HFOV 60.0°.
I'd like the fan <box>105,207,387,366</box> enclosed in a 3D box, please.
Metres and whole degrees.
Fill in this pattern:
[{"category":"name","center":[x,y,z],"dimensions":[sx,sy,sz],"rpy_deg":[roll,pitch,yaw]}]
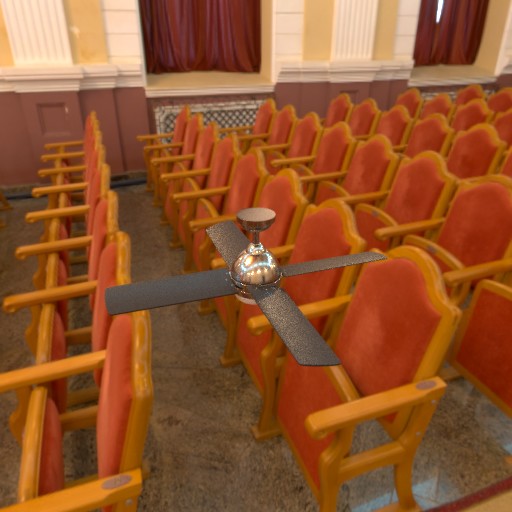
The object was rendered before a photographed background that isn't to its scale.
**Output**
[{"category":"fan","center":[0.000,0.000,1.998],"dimensions":[1.332,0.403,1.332],"rpy_deg":[-9,28,-17]}]
